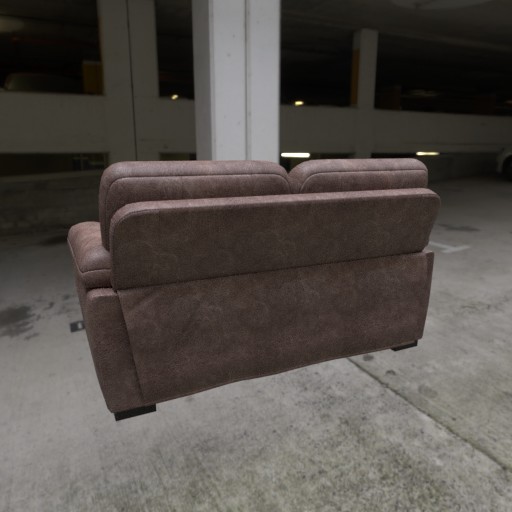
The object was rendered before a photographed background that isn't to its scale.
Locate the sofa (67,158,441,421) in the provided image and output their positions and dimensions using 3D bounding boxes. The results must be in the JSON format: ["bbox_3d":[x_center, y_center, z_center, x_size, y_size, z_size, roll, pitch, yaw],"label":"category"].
[{"bbox_3d":[0.000,0.000,2.304,1.753,0.991,0.991,-6,15,-25],"label":"sofa"}]
